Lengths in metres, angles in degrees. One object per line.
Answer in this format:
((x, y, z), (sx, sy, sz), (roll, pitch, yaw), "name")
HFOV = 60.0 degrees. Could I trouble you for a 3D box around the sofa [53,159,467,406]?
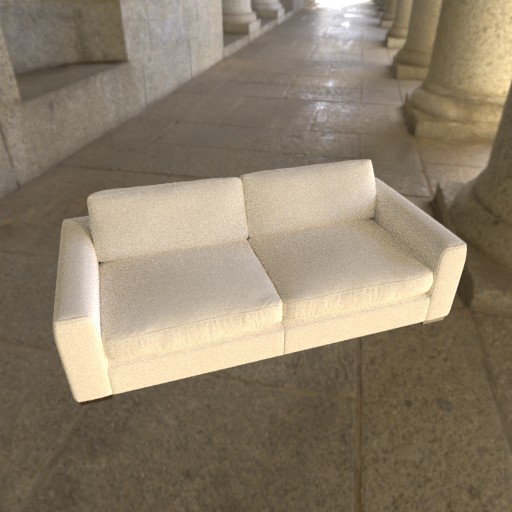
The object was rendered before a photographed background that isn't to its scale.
((0.000, 0.000, 2.733), (2.262, 0.801, 1.070), (-10, 34, -15), "sofa")
